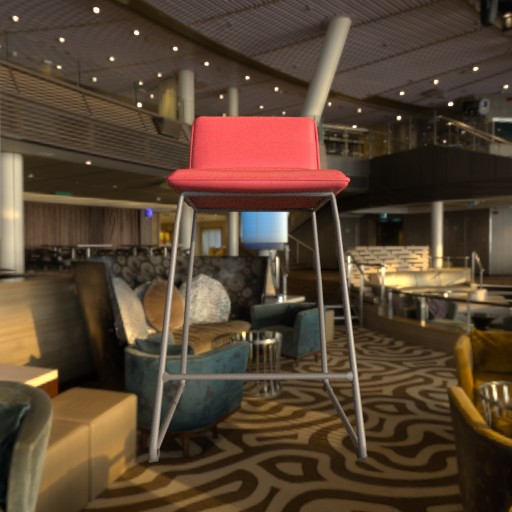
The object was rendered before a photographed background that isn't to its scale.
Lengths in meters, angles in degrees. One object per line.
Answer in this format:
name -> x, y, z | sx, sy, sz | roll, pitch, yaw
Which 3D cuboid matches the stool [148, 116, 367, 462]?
stool -> 0.000, 0.000, 1.170 | 0.489, 0.866, 0.524 | 0, 1, -1
